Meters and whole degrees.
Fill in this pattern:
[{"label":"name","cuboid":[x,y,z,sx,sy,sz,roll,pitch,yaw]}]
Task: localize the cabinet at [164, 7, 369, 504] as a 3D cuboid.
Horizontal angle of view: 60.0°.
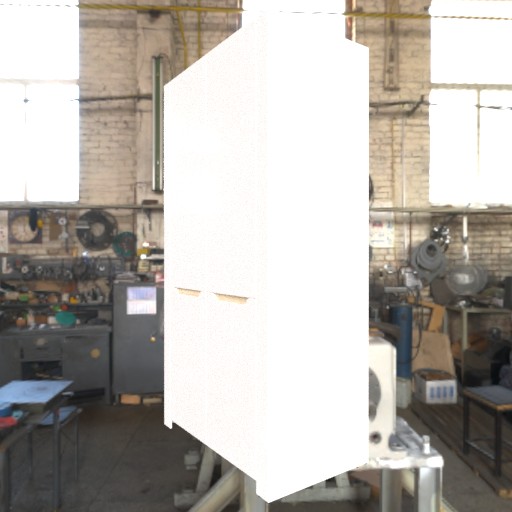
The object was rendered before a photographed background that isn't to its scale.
[{"label":"cabinet","cuboid":[0.000,0.000,2.277,0.580,1.920,0.980,0,0,-35]}]
